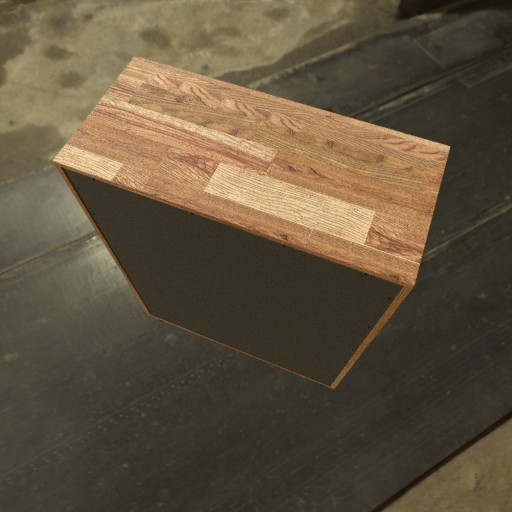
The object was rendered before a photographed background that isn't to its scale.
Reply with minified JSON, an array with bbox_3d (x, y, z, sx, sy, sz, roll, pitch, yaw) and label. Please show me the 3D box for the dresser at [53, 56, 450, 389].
[{"bbox_3d":[0.000,0.000,1.738,0.966,1.243,0.480,20,64,10],"label":"dresser"}]
